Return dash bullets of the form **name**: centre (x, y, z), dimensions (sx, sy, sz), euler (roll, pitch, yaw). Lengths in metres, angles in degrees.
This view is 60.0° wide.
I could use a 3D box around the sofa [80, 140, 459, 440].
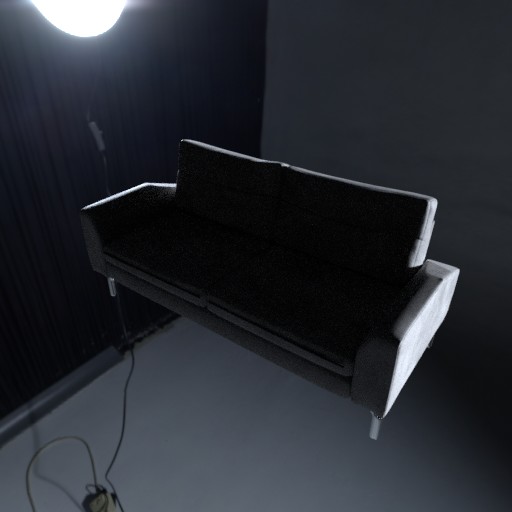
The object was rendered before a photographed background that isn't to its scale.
- **sofa**: centre (0.000, 0.000, 2.337), dimensions (1.837, 0.859, 0.849), euler (21, 37, 31)
